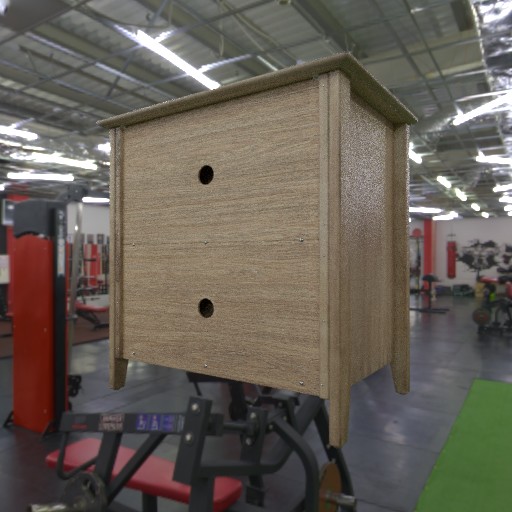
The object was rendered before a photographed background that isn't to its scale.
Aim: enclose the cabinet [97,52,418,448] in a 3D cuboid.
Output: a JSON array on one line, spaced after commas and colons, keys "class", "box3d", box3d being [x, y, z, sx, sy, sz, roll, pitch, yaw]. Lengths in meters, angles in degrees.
[{"class": "cabinet", "box3d": [0.000, 0.000, 1.246, 0.763, 0.762, 0.503, 0, 0, 34]}]
